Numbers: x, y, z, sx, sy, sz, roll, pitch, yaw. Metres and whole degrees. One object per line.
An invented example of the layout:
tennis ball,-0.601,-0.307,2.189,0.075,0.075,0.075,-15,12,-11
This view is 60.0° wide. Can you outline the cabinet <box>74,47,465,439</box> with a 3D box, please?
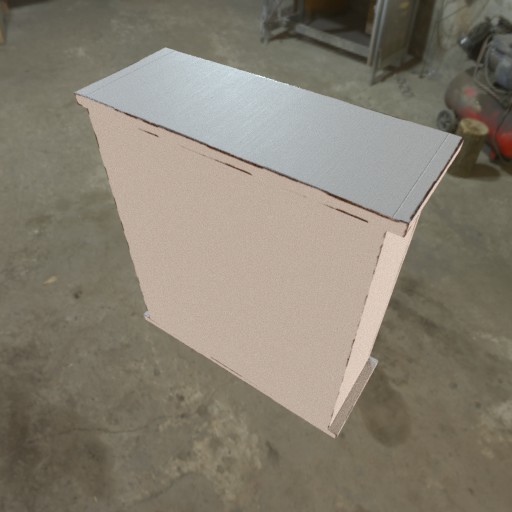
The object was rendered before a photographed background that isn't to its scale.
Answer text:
cabinet,0.000,0.000,0.863,0.541,0.603,0.210,26,52,23
